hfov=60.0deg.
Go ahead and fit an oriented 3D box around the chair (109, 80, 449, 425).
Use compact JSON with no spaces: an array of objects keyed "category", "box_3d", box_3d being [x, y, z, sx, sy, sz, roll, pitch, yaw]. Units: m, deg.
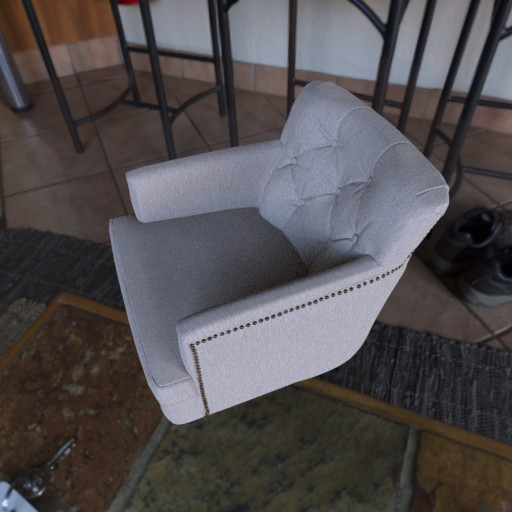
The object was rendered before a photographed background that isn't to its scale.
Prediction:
[{"category":"chair","box_3d":[0.000,0.000,1.500,0.902,0.823,0.737,-16,49,-15]}]
